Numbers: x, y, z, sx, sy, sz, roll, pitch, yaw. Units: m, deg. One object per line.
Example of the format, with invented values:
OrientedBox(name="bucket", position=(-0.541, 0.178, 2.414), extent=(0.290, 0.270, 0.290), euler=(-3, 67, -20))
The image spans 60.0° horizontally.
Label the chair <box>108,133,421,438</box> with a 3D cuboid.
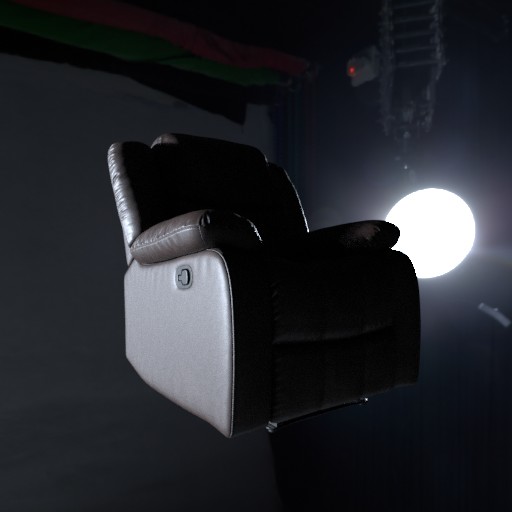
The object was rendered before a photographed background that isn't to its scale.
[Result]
OrientedBox(name="chair", position=(0.000, 0.000, 1.680), extent=(0.899, 1.009, 0.934), euler=(0, 1, -36))
